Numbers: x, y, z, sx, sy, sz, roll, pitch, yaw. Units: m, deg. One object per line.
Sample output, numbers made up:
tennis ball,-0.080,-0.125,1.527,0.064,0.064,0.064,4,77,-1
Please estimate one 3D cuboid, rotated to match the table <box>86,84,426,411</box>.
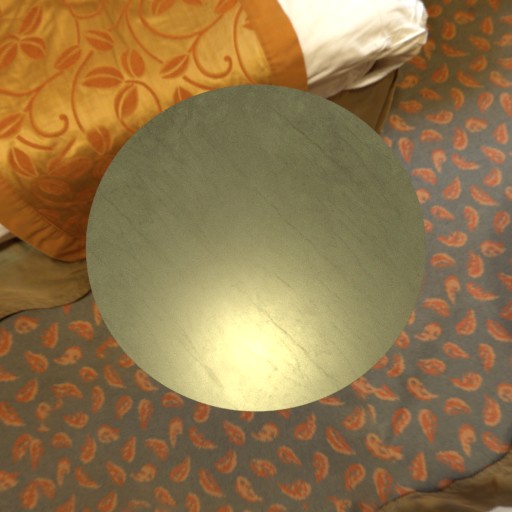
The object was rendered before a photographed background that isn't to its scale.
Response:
table,0.000,0.000,1.265,0.800,0.450,0.800,0,76,0
